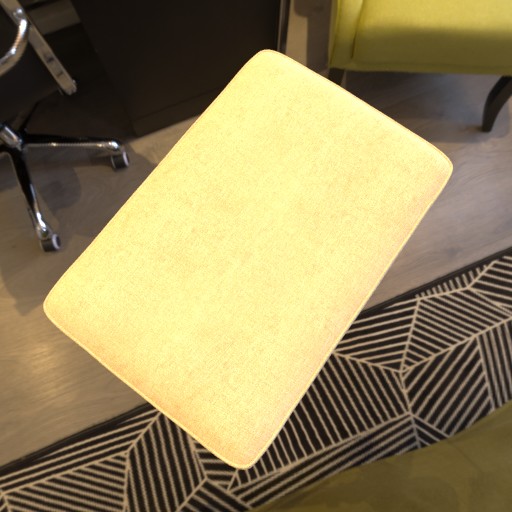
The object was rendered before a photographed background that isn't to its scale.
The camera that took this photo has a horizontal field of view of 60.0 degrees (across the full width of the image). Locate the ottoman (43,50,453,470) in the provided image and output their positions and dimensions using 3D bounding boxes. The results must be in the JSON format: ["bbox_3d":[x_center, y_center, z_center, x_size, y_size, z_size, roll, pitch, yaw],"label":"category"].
[{"bbox_3d":[0.000,0.000,1.197,0.583,0.484,0.862,35,78,9],"label":"ottoman"}]
